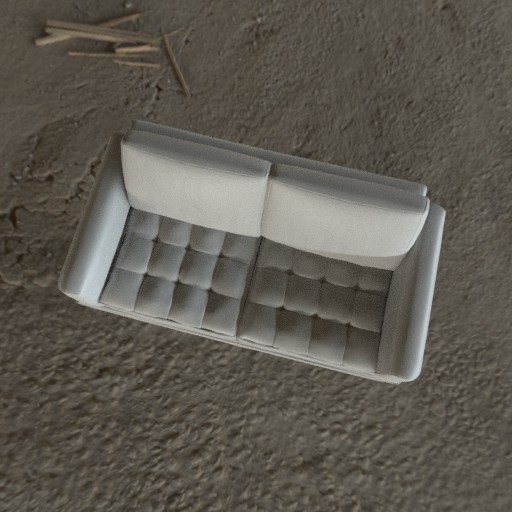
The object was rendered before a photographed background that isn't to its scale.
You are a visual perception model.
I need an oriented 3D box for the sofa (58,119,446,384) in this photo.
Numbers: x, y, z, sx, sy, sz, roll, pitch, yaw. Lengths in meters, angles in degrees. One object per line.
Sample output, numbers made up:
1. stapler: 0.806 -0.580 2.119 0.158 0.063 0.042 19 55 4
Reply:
1. sofa: 0.000 0.000 2.768 2.177 0.930 1.121 14 76 4
